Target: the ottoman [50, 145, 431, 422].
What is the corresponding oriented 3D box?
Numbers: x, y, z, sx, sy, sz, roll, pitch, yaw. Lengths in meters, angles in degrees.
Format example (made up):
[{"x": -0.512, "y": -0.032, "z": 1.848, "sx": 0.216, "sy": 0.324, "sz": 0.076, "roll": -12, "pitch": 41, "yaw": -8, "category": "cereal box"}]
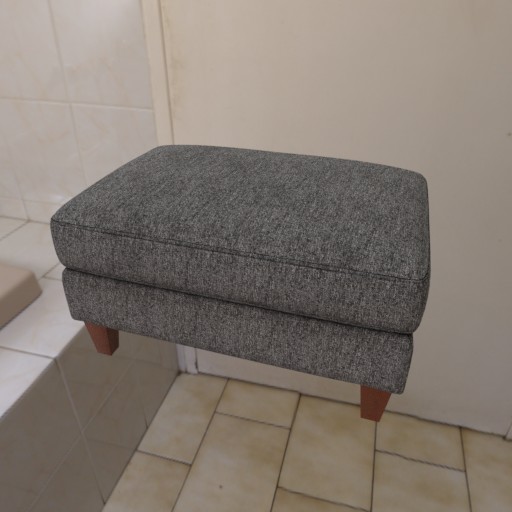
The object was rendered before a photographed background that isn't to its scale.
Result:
[{"x": 0.000, "y": 0.000, "z": 1.225, "sx": 0.864, "sy": 0.483, "sz": 0.584, "roll": 9, "pitch": 33, "yaw": 15, "category": "ottoman"}]
